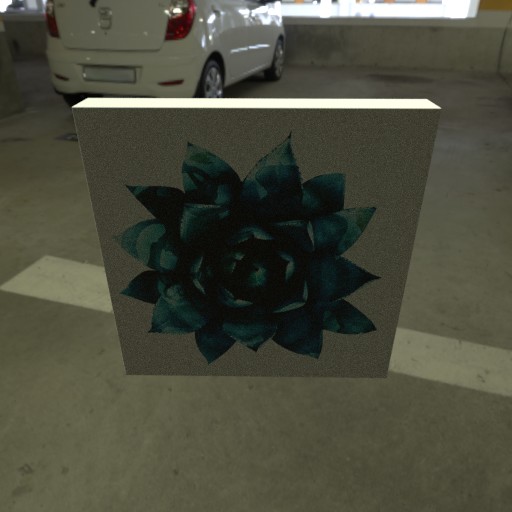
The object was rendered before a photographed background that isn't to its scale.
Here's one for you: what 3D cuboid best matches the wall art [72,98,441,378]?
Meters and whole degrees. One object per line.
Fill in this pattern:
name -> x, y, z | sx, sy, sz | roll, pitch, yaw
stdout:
wall art -> 0.000, 0.000, 0.458 | 0.305, 0.305, 0.038 | 0, 30, 1
